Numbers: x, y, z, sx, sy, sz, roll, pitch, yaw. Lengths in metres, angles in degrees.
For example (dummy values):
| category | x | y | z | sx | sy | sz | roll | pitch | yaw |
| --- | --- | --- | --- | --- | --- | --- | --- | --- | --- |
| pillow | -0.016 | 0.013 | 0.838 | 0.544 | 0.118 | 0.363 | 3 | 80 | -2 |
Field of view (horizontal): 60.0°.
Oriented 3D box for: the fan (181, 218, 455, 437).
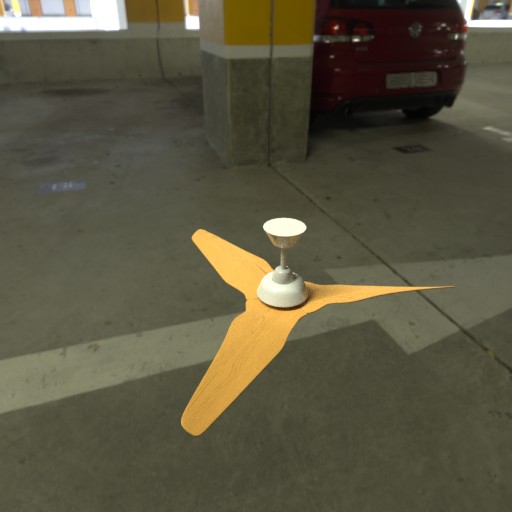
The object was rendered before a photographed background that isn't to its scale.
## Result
| category | x | y | z | sx | sy | sz | roll | pitch | yaw |
| --- | --- | --- | --- | --- | --- | --- | --- | --- | --- |
| fan | 0.000 | 0.000 | 1.675 | 1.142 | 0.355 | 1.010 | -20 | 35 | -32 |
